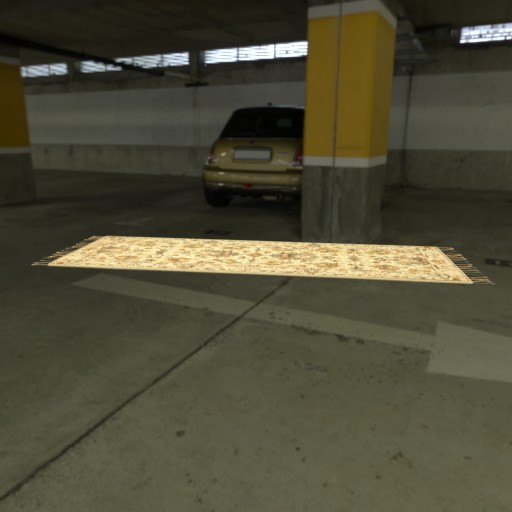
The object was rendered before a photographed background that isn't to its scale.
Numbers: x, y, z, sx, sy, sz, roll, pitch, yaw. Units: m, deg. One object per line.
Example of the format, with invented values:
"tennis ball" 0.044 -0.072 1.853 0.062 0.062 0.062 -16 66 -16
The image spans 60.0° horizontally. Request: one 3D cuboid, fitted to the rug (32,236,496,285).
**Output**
"rug" 0.000 0.000 2.639 2.438 0.021 0.729 2 16 8
